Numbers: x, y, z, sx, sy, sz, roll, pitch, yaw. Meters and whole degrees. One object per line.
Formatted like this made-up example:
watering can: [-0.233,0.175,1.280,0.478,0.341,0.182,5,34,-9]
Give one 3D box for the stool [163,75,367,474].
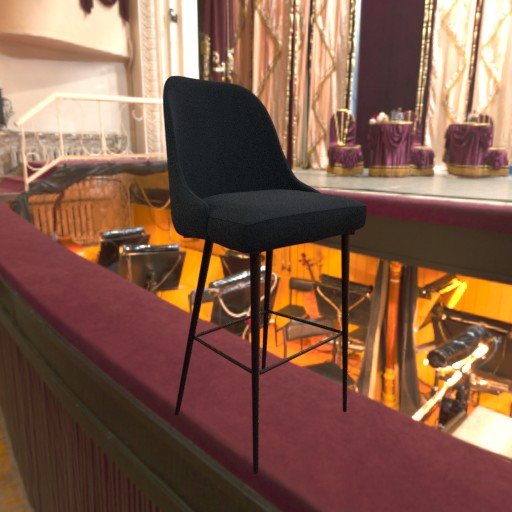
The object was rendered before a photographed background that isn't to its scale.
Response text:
stool: [0.000,0.000,1.375,0.527,1.079,0.489,-13,18,-43]
